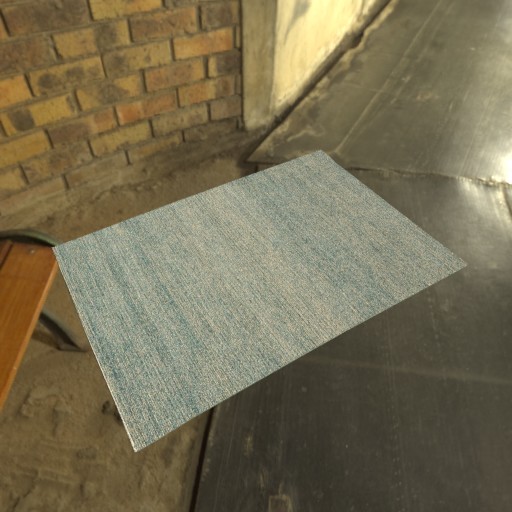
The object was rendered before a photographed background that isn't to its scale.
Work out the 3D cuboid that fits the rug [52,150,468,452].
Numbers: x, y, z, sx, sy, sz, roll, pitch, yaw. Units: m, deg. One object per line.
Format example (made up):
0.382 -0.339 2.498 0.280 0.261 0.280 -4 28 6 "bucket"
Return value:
0.000 0.000 5.232 4.078 0.052 2.802 -24 51 -21 "rug"
